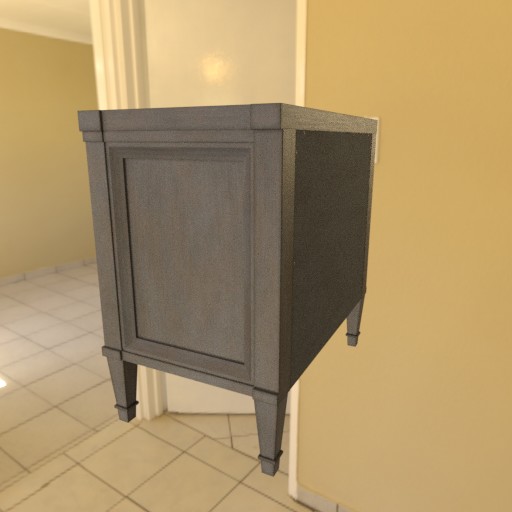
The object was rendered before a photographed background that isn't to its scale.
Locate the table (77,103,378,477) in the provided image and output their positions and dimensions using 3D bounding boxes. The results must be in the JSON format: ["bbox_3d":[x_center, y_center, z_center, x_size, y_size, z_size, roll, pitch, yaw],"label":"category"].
[{"bbox_3d":[0.000,0.000,1.096,0.413,0.660,0.660,7,16,26],"label":"table"}]
